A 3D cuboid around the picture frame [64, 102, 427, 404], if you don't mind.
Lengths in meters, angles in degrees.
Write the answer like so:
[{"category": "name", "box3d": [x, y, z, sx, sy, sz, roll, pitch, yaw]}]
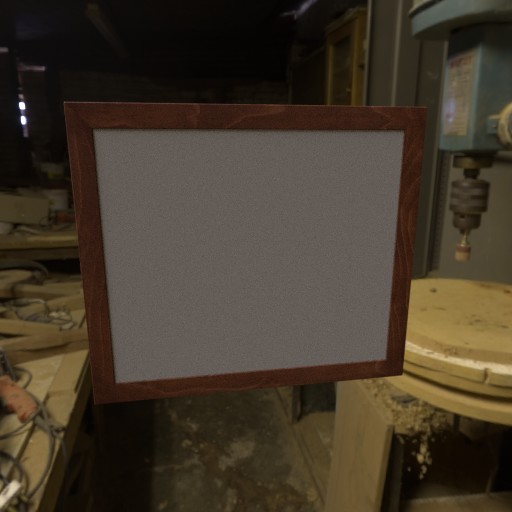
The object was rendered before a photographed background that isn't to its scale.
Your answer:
[{"category": "picture frame", "box3d": [0.000, 0.000, 0.512, 0.381, 0.330, 0.025, -2, 15, -10]}]
